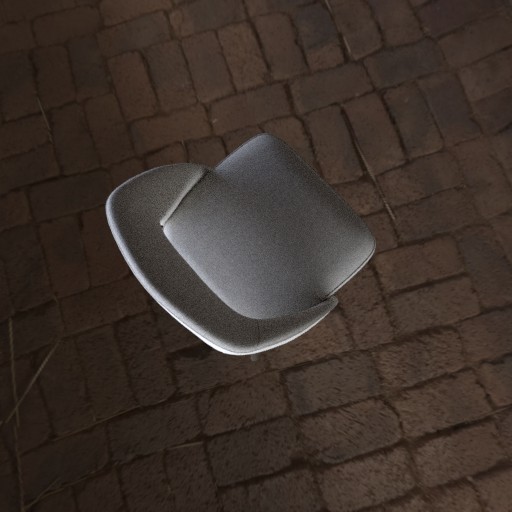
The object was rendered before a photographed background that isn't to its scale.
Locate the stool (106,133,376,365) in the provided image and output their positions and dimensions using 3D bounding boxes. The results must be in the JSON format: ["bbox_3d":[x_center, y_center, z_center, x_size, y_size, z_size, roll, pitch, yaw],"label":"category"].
[{"bbox_3d":[0.000,0.000,1.245,0.509,0.940,0.494,-41,80,-9],"label":"stool"}]
